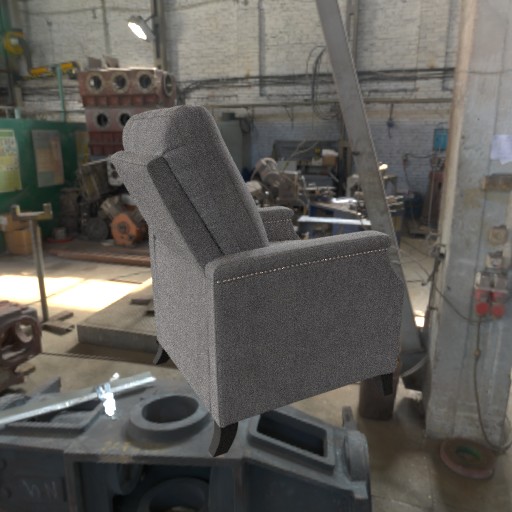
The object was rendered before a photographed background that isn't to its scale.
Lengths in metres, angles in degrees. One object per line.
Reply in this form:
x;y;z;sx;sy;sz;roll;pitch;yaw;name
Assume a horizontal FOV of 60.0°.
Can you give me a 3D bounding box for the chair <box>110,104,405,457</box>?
0.000;0.000;1.679;0.922;1.049;0.710;-8;17;-27;chair
